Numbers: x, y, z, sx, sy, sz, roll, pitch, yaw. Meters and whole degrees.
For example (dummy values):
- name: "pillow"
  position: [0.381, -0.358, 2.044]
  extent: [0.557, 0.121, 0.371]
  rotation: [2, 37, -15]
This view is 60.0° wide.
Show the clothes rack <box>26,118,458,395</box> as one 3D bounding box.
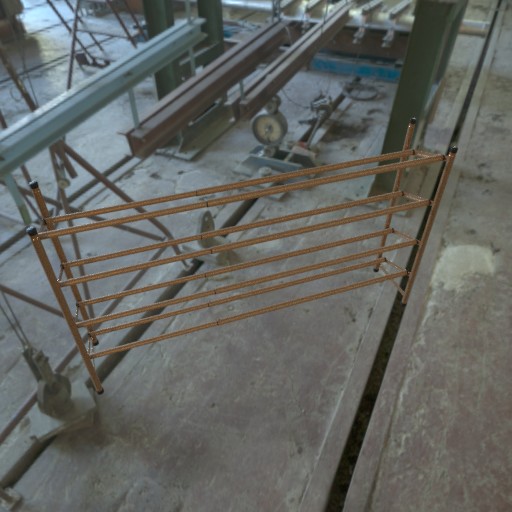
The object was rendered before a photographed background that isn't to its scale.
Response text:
- name: "clothes rack"
  position: [0.000, 0.000, 1.433]
  extent: [1.168, 0.672, 0.229]
  rotation: [-13, 43, -14]
